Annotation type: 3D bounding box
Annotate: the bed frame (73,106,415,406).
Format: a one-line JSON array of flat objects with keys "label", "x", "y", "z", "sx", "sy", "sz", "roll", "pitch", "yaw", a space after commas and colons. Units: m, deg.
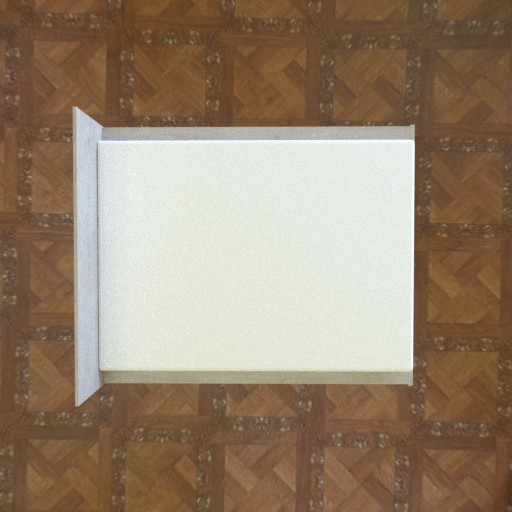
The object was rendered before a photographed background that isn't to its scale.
[{"label": "bed frame", "x": 0.000, "y": 0.000, "z": 2.785, "sx": 1.960, "sy": 0.800, "sz": 1.622, "roll": 0, "pitch": 91, "yaw": 1}]
